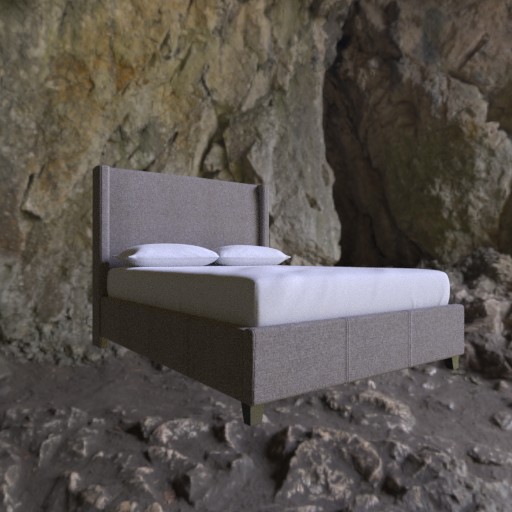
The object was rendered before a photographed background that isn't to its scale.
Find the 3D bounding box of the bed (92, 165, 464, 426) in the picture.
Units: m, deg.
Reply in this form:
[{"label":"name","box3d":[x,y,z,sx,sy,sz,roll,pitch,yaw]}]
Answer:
[{"label":"bed","box3d":[0.000,0.000,3.269,1.714,1.476,2.245,0,0,-36]}]
